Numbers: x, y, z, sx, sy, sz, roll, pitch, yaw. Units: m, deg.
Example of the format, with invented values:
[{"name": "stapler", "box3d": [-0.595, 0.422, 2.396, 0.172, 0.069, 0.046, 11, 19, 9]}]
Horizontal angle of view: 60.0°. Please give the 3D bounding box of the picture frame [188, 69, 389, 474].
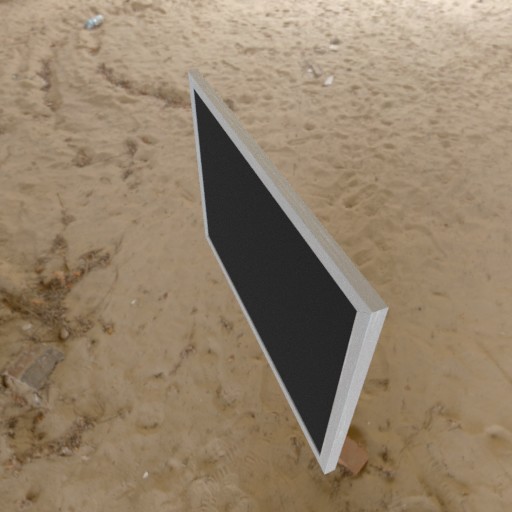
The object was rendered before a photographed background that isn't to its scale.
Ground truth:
[{"name": "picture frame", "box3d": [0.000, 0.000, 1.187, 0.029, 0.640, 0.950, -16, 47, -16]}]
